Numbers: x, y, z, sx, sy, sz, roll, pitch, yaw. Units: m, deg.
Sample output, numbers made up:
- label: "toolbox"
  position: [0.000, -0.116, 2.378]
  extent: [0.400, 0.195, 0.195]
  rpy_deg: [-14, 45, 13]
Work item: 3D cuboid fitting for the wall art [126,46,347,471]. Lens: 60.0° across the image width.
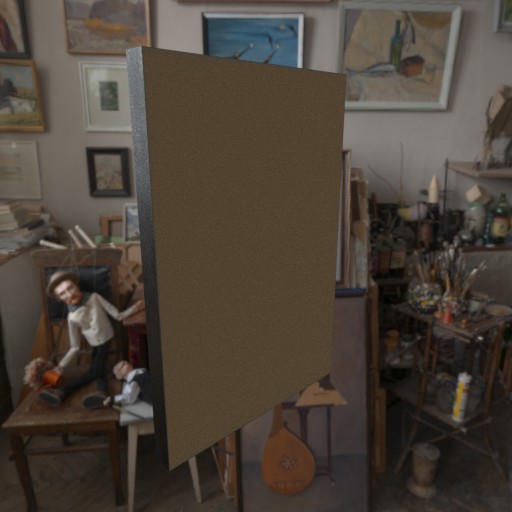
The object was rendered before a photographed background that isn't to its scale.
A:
- label: "wall art"
  position: [0.000, 0.000, 0.572]
  extent: [0.313, 0.457, 0.031]
  rpy_deg: [-15, 22, -42]
